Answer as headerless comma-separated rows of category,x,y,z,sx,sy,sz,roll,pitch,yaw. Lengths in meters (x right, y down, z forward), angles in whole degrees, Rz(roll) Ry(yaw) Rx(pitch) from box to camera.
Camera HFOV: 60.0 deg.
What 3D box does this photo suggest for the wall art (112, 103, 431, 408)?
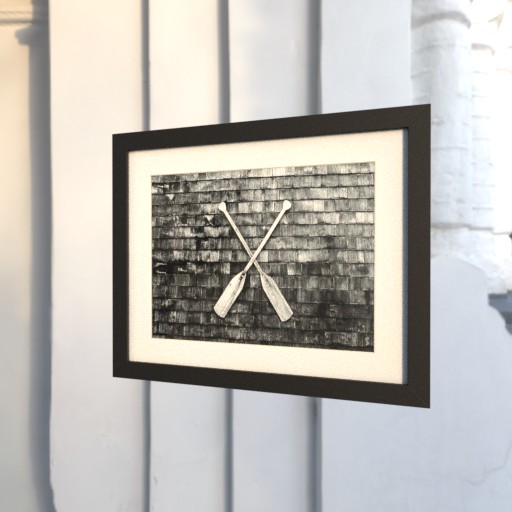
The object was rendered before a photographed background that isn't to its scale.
wall art,0.000,0.000,0.762,0.558,0.457,0.029,0,0,18
